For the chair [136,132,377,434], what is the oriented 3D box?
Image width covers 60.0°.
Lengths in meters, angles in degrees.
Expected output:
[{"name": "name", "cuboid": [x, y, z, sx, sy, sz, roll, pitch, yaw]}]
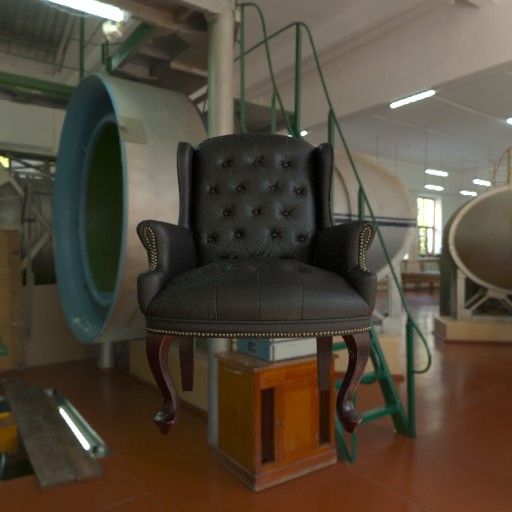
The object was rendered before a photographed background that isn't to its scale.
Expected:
[{"name": "chair", "cuboid": [0.000, 0.000, 1.739, 0.831, 1.133, 0.822, 0, 1, -1]}]
